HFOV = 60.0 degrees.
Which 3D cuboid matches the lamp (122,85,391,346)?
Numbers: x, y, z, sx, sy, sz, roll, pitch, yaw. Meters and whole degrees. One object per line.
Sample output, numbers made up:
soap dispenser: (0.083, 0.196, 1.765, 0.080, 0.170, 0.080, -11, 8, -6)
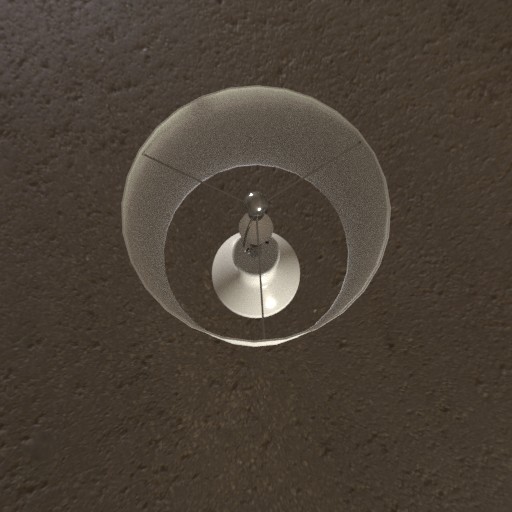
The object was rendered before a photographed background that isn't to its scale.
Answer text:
lamp: (0.000, 0.000, 0.889, 0.357, 0.673, 0.357, 26, 79, 5)
